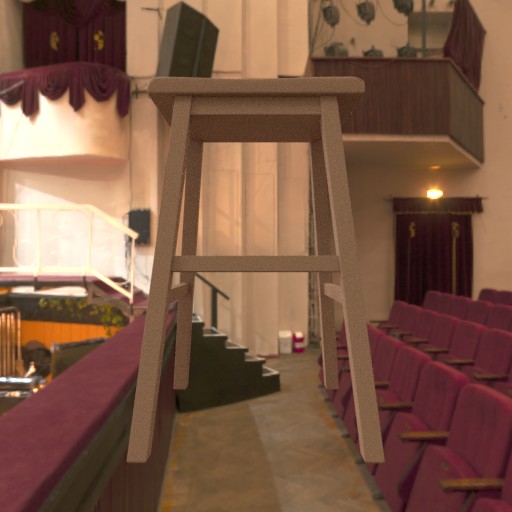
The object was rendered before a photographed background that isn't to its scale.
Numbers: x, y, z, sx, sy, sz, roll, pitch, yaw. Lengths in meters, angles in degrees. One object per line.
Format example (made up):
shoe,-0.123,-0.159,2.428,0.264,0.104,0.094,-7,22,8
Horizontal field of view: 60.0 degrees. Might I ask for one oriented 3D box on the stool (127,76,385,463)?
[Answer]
stool,0.000,0.000,1.025,0.457,0.737,0.476,0,0,0
